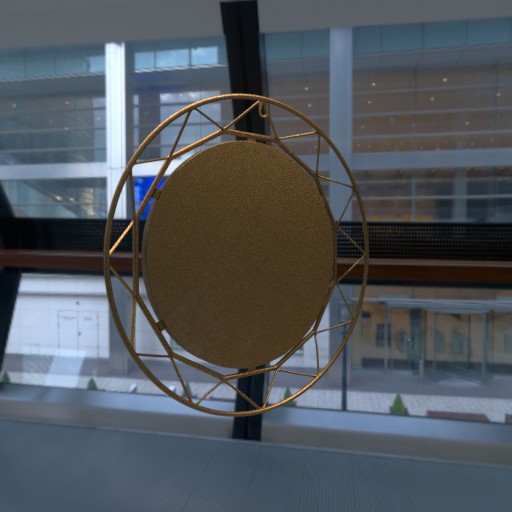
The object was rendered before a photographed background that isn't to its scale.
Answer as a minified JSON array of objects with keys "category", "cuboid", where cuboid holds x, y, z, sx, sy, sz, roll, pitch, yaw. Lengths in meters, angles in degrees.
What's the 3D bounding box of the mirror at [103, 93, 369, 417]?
[{"category":"mirror","cuboid":[0.000,0.000,0.651,0.454,0.454,0.043,-1,2,-36]}]
